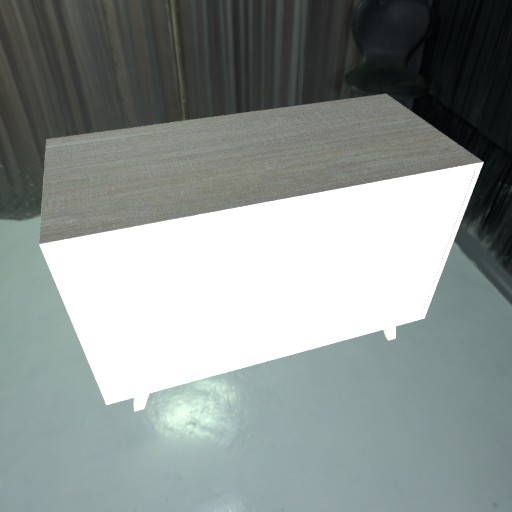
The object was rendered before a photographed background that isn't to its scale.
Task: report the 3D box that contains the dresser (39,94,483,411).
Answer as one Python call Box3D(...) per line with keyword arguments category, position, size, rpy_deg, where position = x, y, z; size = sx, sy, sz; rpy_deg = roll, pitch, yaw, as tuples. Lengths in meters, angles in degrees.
Box3D(category="dresser", position=(0.000, 0.000, 1.485), size=(1.110, 0.780, 0.500), rpy_deg=(-12, 43, -13))
